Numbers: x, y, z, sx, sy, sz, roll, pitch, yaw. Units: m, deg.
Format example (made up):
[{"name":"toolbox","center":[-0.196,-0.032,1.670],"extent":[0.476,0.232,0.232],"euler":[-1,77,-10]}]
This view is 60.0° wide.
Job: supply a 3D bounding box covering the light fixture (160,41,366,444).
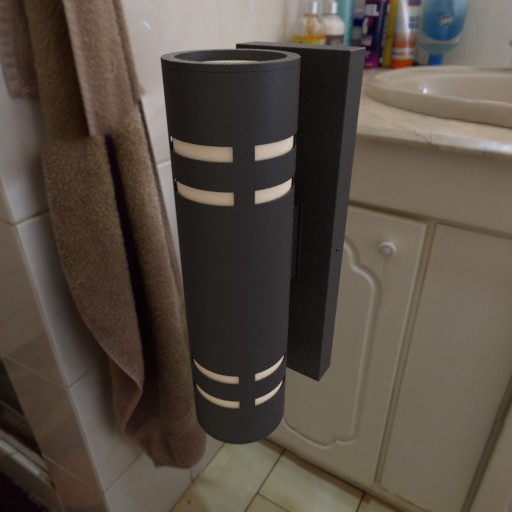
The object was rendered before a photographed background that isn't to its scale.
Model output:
[{"name":"light fixture","center":[0.000,0.000,0.393],"extent":[0.105,0.330,0.149],"euler":[18,35,29]}]
